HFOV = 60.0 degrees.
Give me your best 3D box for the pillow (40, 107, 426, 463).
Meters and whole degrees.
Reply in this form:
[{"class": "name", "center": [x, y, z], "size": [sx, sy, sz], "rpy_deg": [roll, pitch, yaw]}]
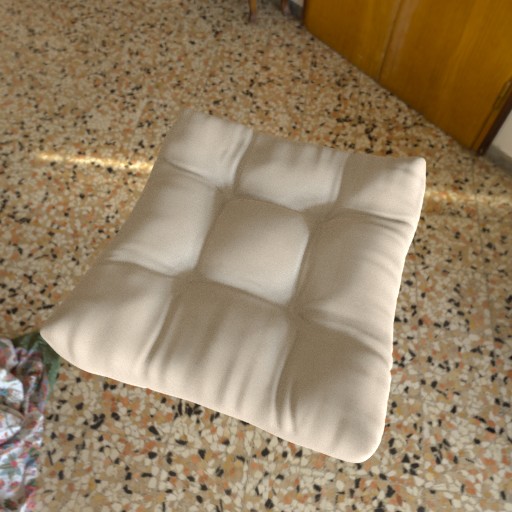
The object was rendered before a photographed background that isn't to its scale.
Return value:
[{"class": "pillow", "center": [0.000, 0.000, 0.698], "size": [0.468, 0.128, 0.490], "rpy_deg": [16, 59, 10]}]
